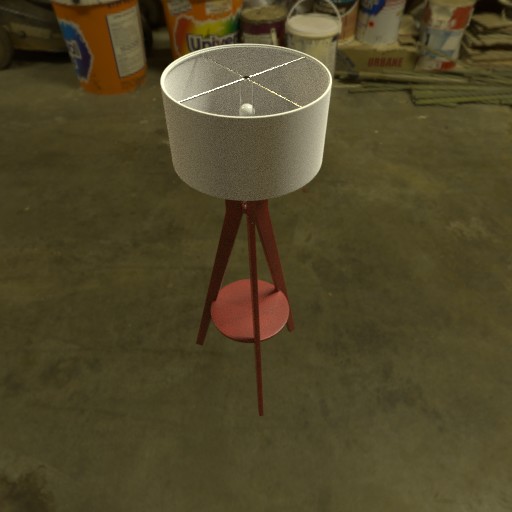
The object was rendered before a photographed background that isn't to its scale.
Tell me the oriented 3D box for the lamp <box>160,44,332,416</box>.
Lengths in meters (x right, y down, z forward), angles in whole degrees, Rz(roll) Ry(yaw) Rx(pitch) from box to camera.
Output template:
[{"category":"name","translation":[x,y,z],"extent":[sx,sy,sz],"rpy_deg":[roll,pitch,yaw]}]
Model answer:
[{"category":"lamp","translation":[0.000,0.000,1.770],"extent":[0.542,1.472,0.539],"rpy_deg":[-31,53,-27]}]
